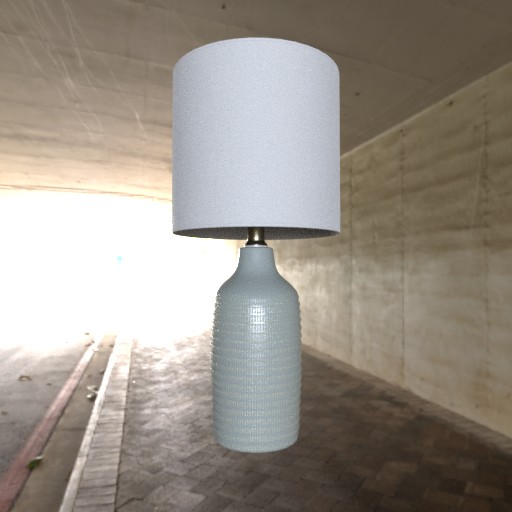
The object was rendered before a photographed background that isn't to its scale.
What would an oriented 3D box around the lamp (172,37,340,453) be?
[{"bbox_3d":[0.000,0.000,0.590,0.220,0.475,0.220,-1,-2,18],"label":"lamp"}]
